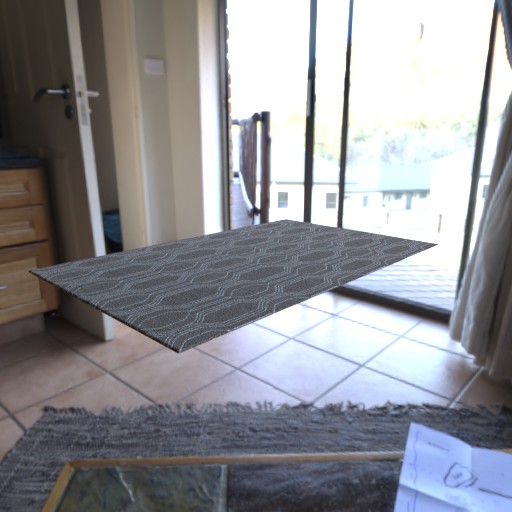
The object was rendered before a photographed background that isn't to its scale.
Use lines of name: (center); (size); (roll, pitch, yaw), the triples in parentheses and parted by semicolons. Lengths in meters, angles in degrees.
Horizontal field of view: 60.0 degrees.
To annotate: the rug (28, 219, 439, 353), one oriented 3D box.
rug: (0.000, 0.000, 3.067); (1.541, 0.012, 2.457); (14, 21, 42)
